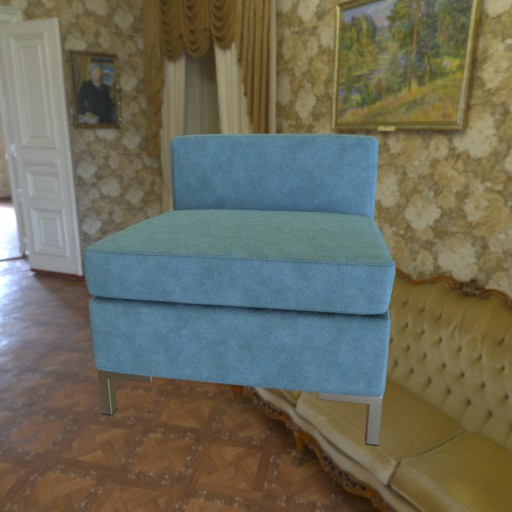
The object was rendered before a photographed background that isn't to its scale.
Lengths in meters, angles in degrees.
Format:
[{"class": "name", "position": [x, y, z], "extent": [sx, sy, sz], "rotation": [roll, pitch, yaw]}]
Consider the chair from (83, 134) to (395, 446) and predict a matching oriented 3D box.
[{"class": "chair", "position": [0.000, 0.000, 1.233], "extent": [0.684, 0.660, 0.685], "rotation": [3, 15, 10]}]
